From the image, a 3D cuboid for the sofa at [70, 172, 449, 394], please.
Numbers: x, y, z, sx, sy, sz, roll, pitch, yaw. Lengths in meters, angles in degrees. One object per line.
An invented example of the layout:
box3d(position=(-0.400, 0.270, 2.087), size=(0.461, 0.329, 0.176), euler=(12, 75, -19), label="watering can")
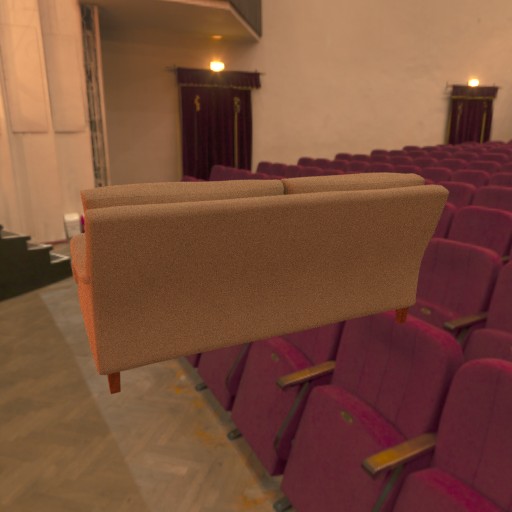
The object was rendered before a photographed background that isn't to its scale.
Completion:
box3d(position=(0.000, 0.000, 2.715), size=(2.070, 0.997, 1.091), euler=(-8, 17, -25), label="sofa")
